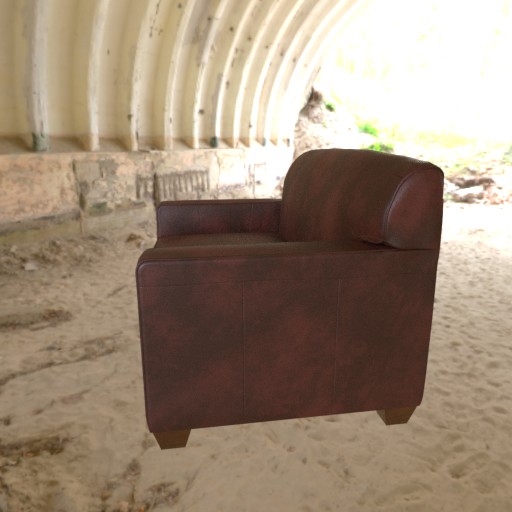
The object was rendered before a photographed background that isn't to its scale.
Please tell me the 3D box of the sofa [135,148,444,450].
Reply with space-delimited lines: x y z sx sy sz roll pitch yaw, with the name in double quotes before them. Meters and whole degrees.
"sofa" 0.000 0.000 2.027 1.000 0.956 1.413 -2 14 -9
